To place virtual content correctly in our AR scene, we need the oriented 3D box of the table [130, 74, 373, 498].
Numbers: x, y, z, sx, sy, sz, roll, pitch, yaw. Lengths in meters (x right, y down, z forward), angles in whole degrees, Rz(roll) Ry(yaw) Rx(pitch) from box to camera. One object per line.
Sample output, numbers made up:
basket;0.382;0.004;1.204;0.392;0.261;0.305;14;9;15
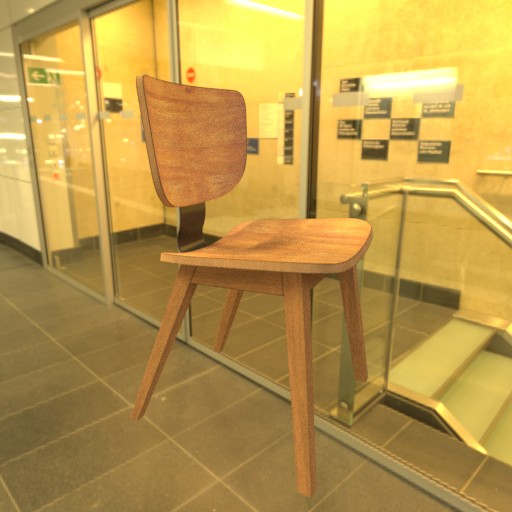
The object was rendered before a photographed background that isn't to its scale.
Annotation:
table;0.000;0.000;1.084;0.500;0.805;0.499;7;17;25
